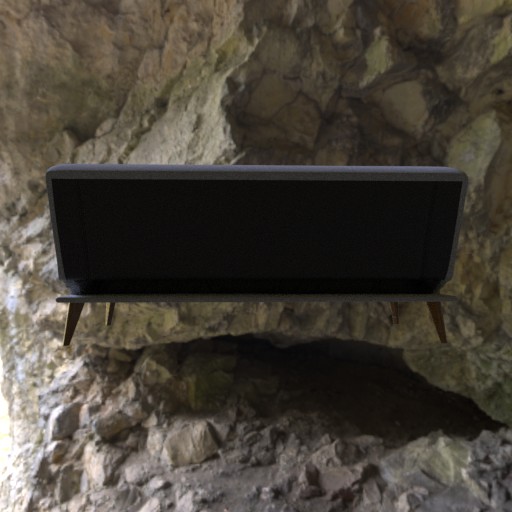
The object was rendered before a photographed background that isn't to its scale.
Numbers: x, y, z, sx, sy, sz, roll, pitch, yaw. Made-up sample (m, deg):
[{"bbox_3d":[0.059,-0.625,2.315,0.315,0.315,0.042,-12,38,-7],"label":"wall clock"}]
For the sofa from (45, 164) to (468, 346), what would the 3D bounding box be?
[{"bbox_3d":[0.000,0.000,2.266,1.800,0.810,0.860,0,-1,-2],"label":"sofa"}]
